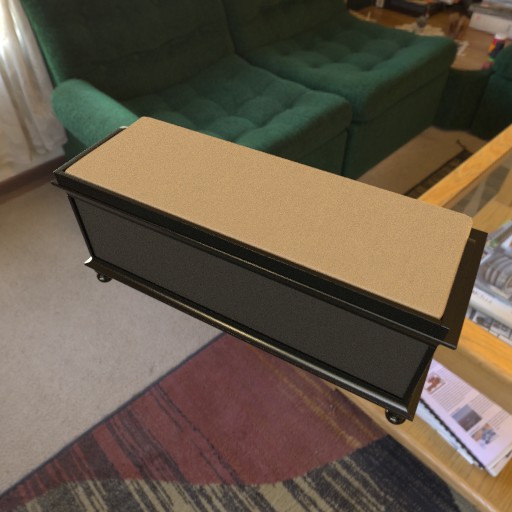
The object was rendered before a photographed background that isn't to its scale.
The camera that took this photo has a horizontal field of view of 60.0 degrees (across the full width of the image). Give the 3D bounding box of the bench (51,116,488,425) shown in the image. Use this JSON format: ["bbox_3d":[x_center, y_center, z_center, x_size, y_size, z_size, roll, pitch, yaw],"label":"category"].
[{"bbox_3d":[0.000,0.000,1.395,1.185,0.501,0.402,22,50,20],"label":"bench"}]
